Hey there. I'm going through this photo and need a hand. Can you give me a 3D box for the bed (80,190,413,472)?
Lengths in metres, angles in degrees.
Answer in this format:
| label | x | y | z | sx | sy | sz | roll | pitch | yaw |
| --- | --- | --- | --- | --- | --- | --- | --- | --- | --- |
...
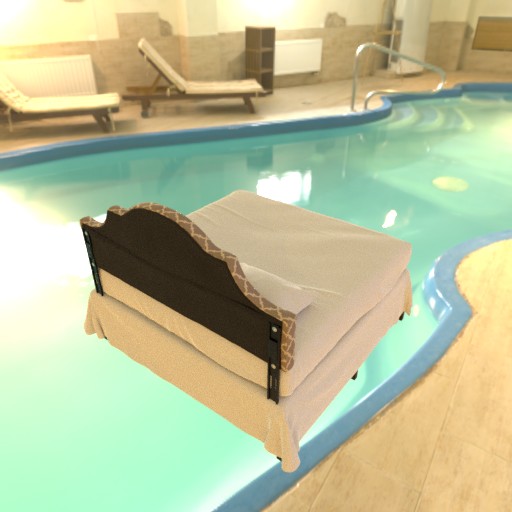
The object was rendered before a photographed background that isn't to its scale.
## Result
| label | x | y | z | sx | sy | sz | roll | pitch | yaw |
| --- | --- | --- | --- | --- | --- | --- | --- | --- | --- |
| bed | 0.000 | 0.000 | 3.775 | 2.314 | 1.601 | 2.222 | 22 | 38 | 32 |
